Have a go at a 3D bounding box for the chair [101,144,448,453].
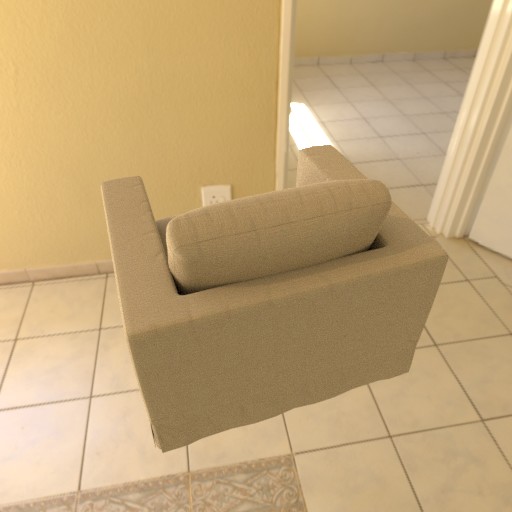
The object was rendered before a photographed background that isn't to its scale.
[{"bbox_3d":[0.000,0.000,1.863,1.150,0.878,0.957,-13,42,-15],"label":"chair"}]
